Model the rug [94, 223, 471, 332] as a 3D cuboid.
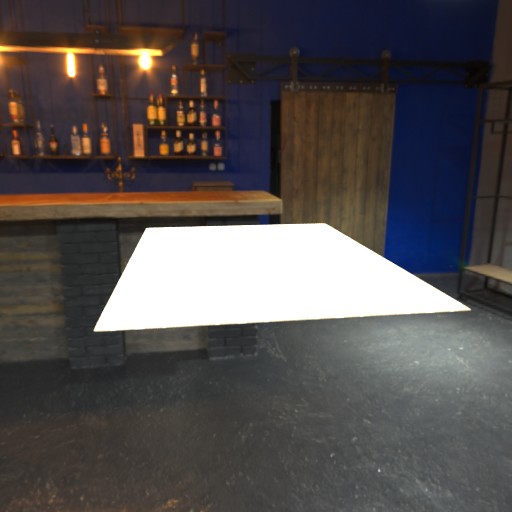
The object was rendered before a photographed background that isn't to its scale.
[{"bbox_3d":[0.000,0.000,4.404,2.438,0.010,3.353,-2,14,-8],"label":"rug"}]
